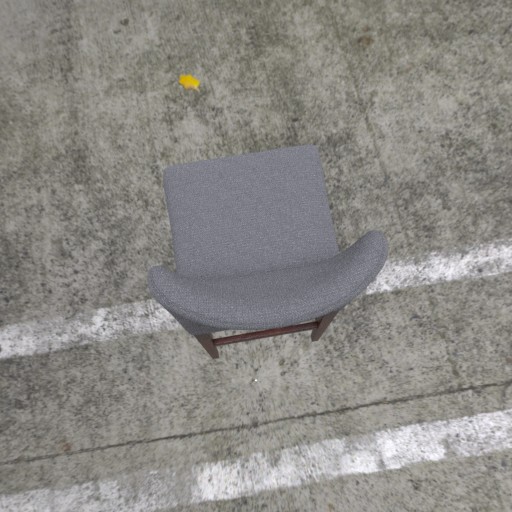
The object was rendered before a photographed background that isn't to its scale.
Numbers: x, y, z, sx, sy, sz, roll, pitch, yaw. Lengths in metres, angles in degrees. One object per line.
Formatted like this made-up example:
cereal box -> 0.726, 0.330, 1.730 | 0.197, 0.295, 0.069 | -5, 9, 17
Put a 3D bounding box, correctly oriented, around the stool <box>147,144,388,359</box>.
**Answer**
stool -> 0.000, 0.000, 1.383 | 0.486, 1.069, 0.568 | -9, 75, -3
